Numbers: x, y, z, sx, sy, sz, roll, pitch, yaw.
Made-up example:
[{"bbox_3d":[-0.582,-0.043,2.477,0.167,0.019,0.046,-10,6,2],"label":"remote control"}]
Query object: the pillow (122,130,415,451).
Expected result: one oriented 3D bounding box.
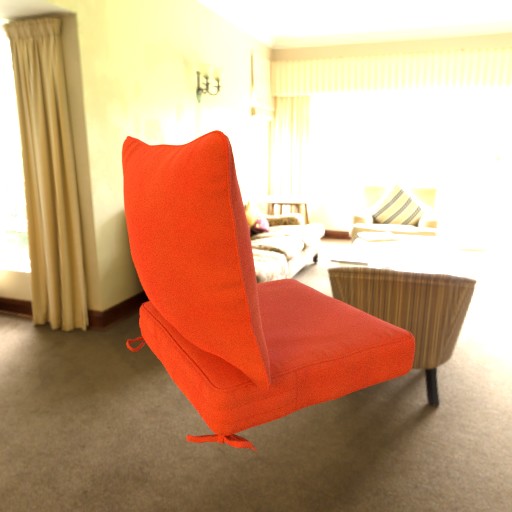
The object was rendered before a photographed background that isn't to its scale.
[{"bbox_3d":[0.000,0.000,1.371,0.733,0.725,0.798,-8,16,-28],"label":"pillow"}]
